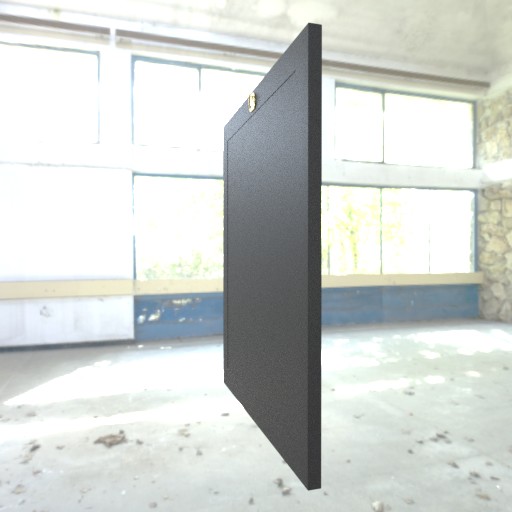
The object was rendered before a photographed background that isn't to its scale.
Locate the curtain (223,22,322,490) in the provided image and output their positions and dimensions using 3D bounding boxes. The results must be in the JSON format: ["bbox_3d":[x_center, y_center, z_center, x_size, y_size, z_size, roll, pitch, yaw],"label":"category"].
[{"bbox_3d":[0.000,0.000,0.786,0.027,0.585,0.483,0,1,-17],"label":"curtain"}]
